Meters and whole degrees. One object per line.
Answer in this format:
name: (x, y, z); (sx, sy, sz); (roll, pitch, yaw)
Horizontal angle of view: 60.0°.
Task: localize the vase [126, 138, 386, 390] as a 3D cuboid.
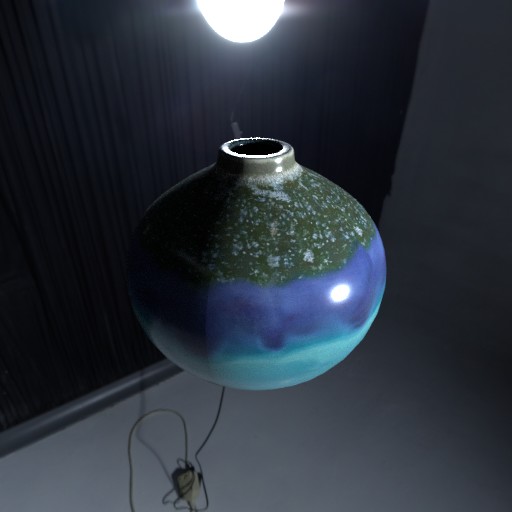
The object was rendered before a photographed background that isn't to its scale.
vase: (0.000, 0.000, 0.269); (0.154, 0.133, 0.154); (0, 30, 0)
